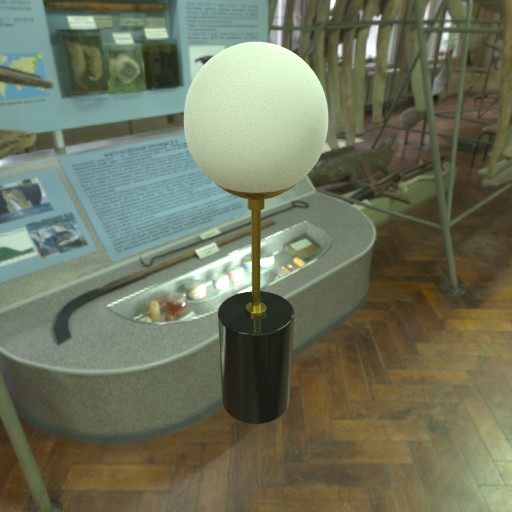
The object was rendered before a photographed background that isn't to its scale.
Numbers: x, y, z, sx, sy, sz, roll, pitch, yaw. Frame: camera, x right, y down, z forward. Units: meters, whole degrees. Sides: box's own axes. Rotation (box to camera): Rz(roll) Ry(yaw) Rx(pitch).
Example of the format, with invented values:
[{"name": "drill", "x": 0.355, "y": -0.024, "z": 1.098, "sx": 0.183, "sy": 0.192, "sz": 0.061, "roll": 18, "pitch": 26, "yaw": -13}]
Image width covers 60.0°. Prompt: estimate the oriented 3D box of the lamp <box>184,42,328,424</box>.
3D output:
[{"name": "lamp", "x": 0.000, "y": 0.000, "z": 0.552, "sx": 0.153, "sy": 0.480, "sz": 0.153, "roll": 0, "pitch": 28, "yaw": 0}]
